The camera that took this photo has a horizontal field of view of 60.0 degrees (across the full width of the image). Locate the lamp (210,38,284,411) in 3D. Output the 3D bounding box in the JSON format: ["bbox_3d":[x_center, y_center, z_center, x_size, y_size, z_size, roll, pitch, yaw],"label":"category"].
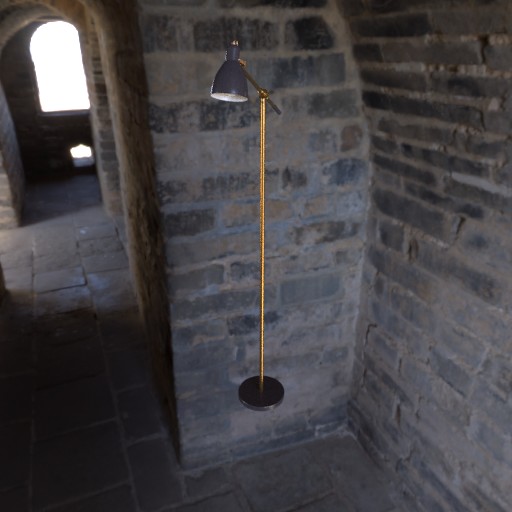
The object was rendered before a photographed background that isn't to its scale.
[{"bbox_3d":[0.000,0.000,1.860,0.235,1.628,0.618,8,26,18],"label":"lamp"}]
